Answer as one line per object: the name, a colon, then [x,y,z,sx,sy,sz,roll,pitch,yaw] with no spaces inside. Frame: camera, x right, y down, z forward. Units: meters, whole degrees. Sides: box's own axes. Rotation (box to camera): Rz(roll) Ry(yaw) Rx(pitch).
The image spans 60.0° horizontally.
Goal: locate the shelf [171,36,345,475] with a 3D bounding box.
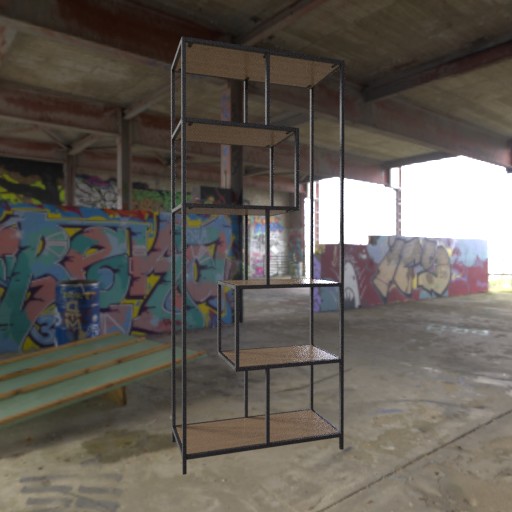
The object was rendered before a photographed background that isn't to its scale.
shelf: [0.000,0.000,2.154,0.770,1.850,0.350,0,1,-18]
